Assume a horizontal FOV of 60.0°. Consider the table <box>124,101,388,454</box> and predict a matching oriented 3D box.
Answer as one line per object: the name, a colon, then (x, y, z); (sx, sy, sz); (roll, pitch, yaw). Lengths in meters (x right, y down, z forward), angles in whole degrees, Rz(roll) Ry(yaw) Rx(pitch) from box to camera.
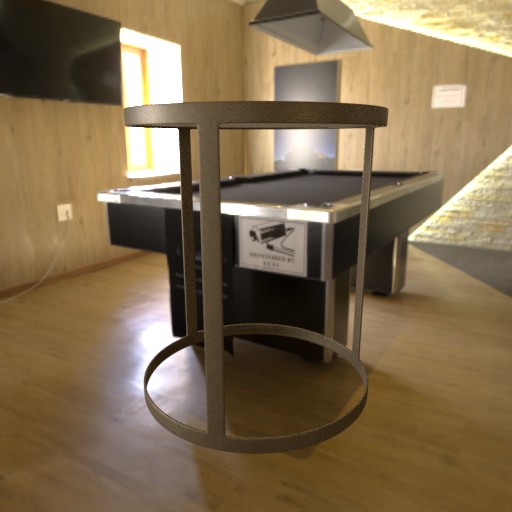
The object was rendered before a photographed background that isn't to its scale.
table: (0.000, 0.000, 0.908); (0.480, 0.565, 0.480); (0, 15, 0)
